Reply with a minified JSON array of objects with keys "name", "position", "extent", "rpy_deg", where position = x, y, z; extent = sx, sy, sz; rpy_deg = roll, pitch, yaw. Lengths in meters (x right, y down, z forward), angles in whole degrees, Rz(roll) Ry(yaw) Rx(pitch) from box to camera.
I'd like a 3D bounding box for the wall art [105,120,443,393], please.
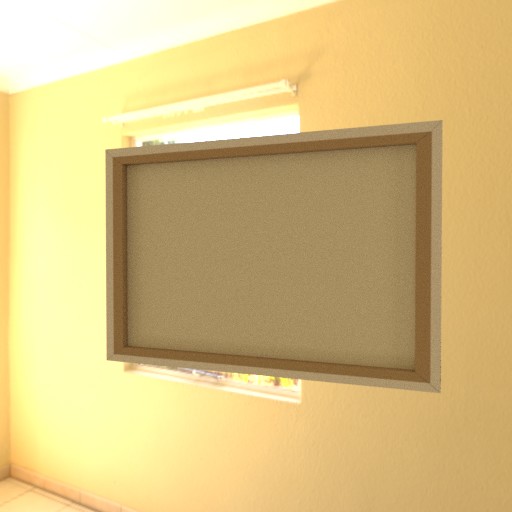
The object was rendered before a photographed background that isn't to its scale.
[{"name":"wall art","position":[0.000,0.000,0.789],"extent":[0.608,0.414,0.042],"rpy_deg":[0,1,19]}]
